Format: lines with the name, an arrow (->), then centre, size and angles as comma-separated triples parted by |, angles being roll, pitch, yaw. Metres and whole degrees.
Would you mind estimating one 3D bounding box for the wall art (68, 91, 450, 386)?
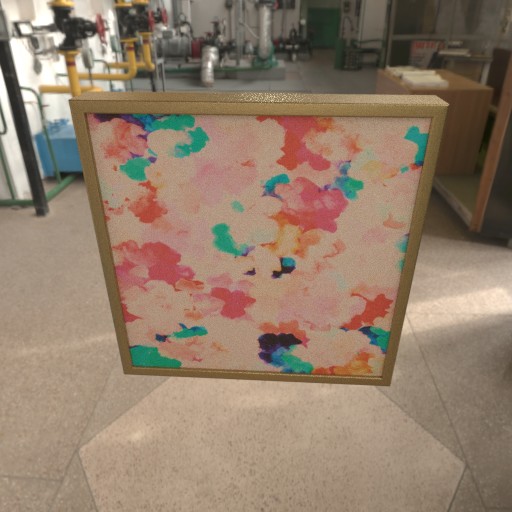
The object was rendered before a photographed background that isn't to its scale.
wall art -> 0.000, 0.000, 0.445 | 0.304, 0.305, 0.038 | 2, 30, 3
